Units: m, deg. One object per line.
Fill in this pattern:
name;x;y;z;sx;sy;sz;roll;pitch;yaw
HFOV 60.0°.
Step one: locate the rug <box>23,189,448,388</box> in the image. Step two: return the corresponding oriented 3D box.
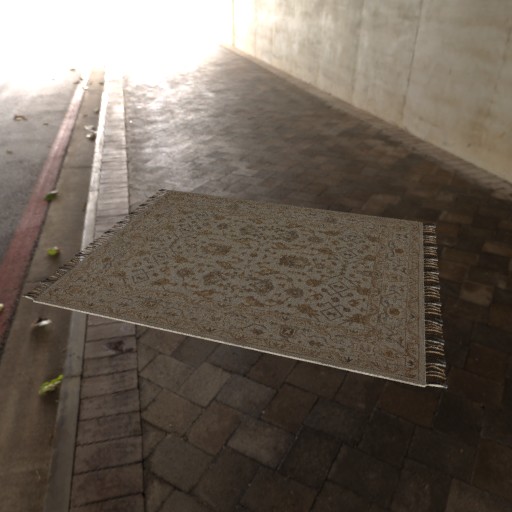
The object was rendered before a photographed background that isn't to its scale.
rug;0.000;0.000;2.203;1.726;0.009;1.278;9;32;15
